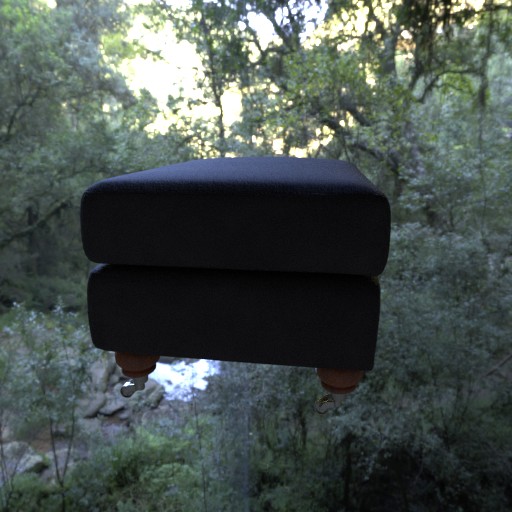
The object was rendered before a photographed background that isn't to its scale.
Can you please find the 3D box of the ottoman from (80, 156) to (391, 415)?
[{"bbox_3d":[0.000,0.000,1.161,0.574,0.497,0.773,2,16,8],"label":"ottoman"}]
